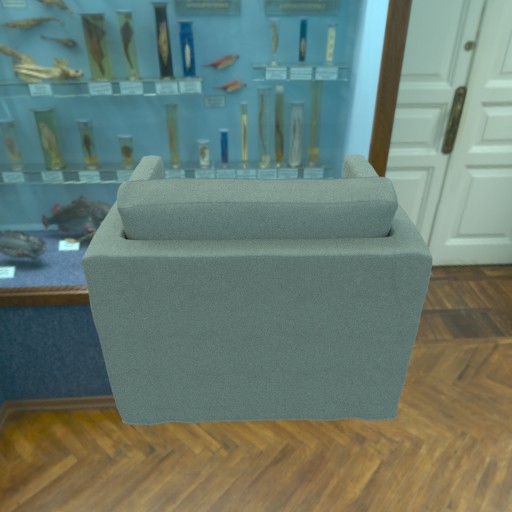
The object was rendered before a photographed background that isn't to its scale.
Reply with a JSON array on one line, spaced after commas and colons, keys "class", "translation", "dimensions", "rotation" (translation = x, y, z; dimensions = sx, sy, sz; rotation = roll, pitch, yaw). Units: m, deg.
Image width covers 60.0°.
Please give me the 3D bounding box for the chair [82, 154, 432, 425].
[{"class": "chair", "translation": [0.000, 0.000, 1.798], "dimensions": [1.057, 0.863, 0.949], "rotation": [-1, 31, -1]}]
